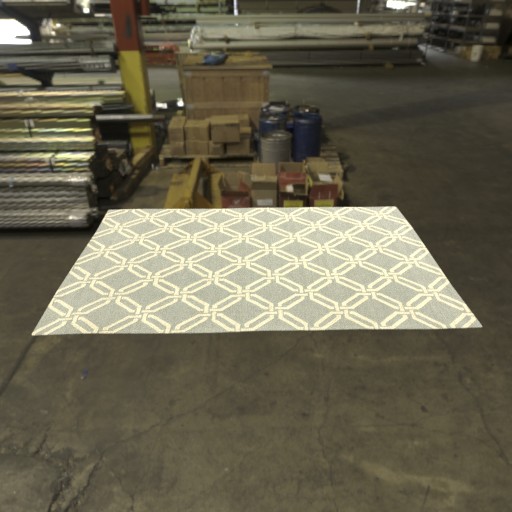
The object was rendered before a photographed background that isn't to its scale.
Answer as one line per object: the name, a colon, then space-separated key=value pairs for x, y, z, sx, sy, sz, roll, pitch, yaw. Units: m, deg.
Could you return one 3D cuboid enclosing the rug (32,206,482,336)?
rug: x=0.000 y=0.000 z=2.194 sx=1.754 sy=0.010 sz=1.148 roll=-1 pitch=31 yaw=-1
